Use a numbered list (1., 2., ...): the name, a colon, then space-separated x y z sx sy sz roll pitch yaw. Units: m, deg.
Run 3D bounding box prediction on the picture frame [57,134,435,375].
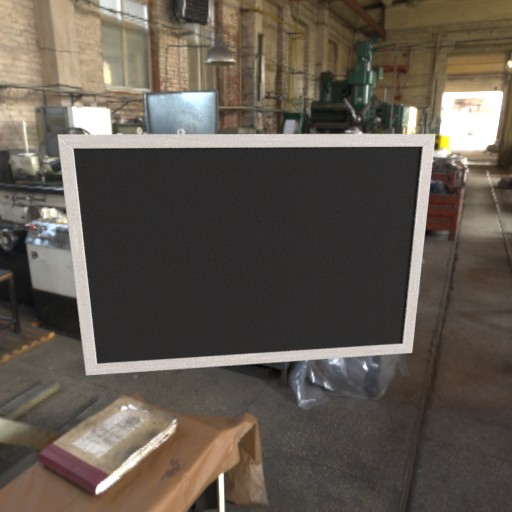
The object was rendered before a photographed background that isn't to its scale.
1. picture frame: 0.000 0.000 1.209 0.950 0.640 0.029 -2 16 -7
